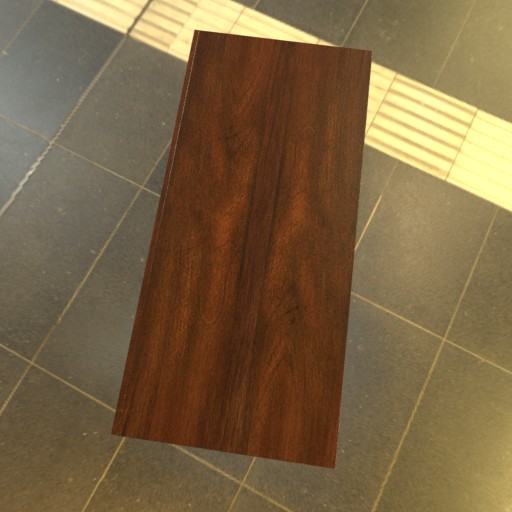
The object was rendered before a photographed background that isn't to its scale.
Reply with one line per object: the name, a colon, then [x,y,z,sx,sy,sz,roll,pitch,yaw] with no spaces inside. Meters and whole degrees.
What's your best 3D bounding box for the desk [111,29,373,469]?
desk: [0.000,0.000,2.120,0.734,1.031,1.577,8,76,2]
